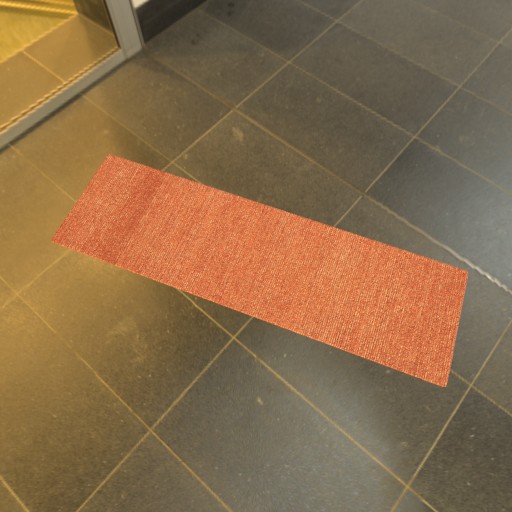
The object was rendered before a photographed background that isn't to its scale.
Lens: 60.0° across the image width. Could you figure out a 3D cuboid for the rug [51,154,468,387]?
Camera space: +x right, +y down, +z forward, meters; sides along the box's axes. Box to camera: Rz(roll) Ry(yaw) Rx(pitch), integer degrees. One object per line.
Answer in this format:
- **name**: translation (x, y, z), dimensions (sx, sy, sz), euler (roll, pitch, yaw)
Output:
- **rug**: translation (0.000, 0.000, 2.542), dimensions (2.307, 0.012, 0.687), euler (19, 65, 9)
